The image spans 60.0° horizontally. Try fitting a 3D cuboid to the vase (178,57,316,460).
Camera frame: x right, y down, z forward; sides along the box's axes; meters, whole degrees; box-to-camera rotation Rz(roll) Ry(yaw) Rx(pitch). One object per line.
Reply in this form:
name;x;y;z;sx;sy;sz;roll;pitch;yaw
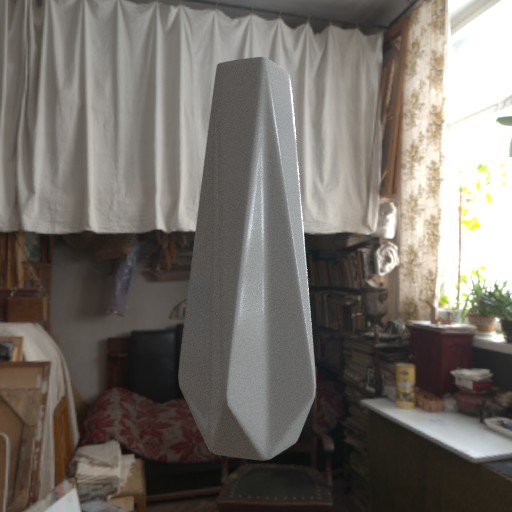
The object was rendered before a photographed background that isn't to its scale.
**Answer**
vase;0.000;0.000;0.392;0.116;0.329;0.122;-1;-2;35
